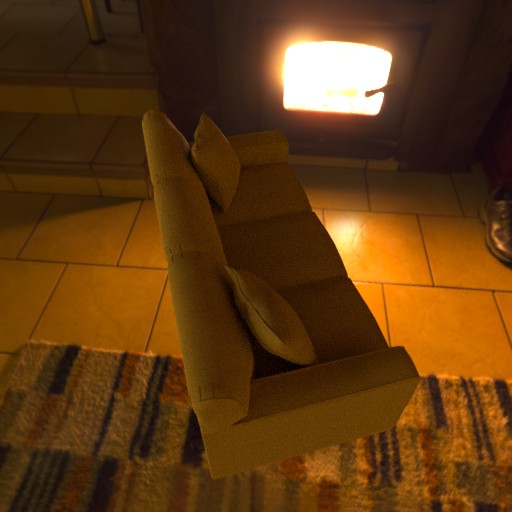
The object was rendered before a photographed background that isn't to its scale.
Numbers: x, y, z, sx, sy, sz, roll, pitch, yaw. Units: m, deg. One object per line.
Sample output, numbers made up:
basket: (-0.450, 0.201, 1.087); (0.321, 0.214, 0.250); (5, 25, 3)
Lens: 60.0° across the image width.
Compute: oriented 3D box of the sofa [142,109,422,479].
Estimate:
sofa: (0.000, 0.000, 2.559); (0.997, 0.958, 2.024); (-11, 48, -10)
